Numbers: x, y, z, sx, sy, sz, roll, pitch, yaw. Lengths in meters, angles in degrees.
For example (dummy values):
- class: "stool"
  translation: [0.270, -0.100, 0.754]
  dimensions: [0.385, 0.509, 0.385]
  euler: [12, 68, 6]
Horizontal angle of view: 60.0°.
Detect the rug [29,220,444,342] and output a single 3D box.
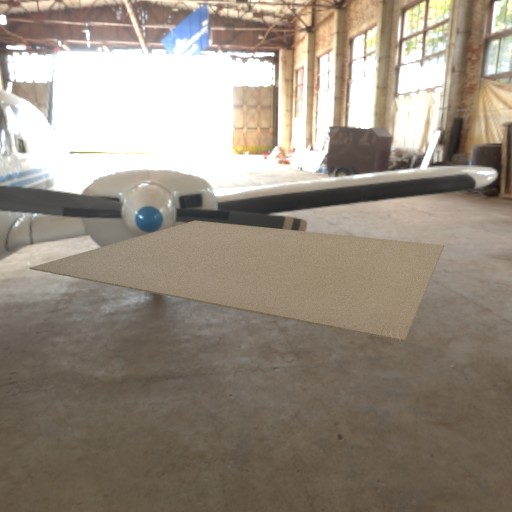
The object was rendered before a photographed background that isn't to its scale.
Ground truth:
- class: "rug"
  translation: [0.000, 0.000, 3.489]
  dimensions: [2.584, 0.011, 2.073]
  euler: [7, 17, 26]
